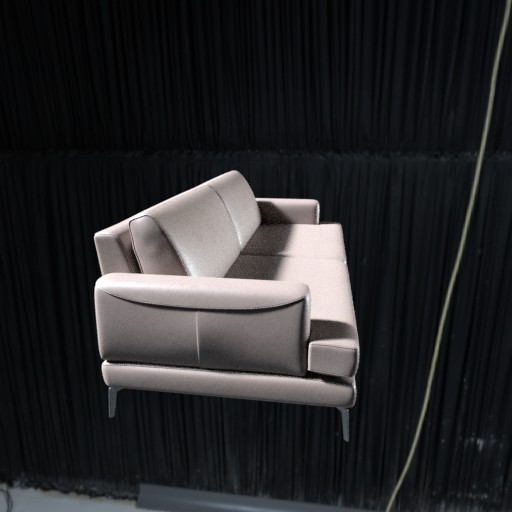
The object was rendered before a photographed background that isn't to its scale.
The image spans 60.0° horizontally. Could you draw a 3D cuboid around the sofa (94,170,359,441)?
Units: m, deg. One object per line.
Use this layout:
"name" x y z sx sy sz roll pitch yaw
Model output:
"sofa" 0.000 0.000 2.394 0.974 0.765 1.940 2 16 8
